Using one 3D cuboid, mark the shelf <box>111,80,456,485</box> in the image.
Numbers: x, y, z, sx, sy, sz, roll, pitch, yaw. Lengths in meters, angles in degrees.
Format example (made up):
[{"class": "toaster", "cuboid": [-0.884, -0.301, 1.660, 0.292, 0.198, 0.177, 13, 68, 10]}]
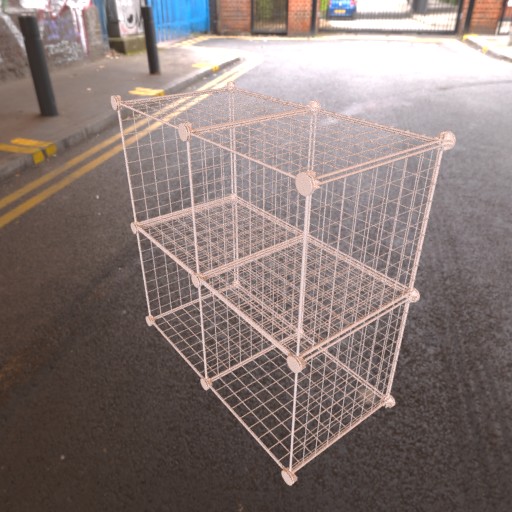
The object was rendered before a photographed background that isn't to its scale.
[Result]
[{"class": "shelf", "cuboid": [0.000, 0.000, 1.116, 0.356, 0.711, 0.711, -21, 37, -32]}]
